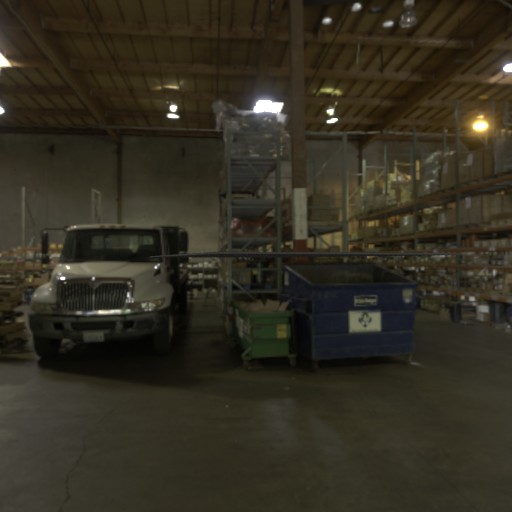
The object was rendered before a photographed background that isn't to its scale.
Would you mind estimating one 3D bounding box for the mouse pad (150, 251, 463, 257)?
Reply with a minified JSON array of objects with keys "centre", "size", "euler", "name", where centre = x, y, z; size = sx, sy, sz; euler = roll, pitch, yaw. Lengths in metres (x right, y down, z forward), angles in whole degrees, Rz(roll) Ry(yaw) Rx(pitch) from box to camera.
[{"centre":[0.000,0.000,1.074],"size":[0.424,0.003,0.907],"euler":[0,-1,-19],"name":"mouse pad"}]
